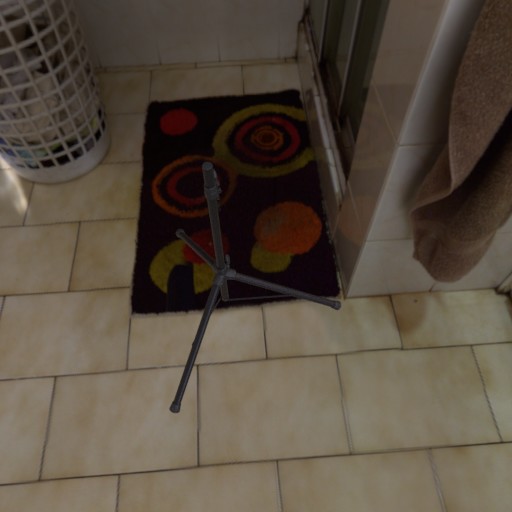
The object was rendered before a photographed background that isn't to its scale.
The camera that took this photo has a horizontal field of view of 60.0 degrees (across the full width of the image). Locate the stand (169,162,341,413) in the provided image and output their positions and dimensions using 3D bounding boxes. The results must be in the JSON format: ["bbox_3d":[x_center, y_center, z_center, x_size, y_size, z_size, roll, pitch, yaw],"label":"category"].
[{"bbox_3d":[0.000,0.000,1.891,0.907,1.136,1.045,-2,59,-1],"label":"stand"}]
